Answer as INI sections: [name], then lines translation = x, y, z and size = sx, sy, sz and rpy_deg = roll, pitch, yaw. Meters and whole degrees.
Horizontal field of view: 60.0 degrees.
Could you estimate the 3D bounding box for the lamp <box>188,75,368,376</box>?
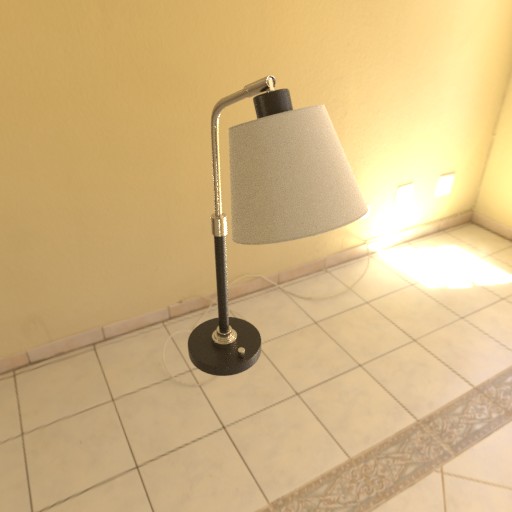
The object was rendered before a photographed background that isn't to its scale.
[lamp]
translation = 0.000, 0.000, 0.695
size = 0.181, 0.539, 0.348
rpy_deg = -23, 38, -32
